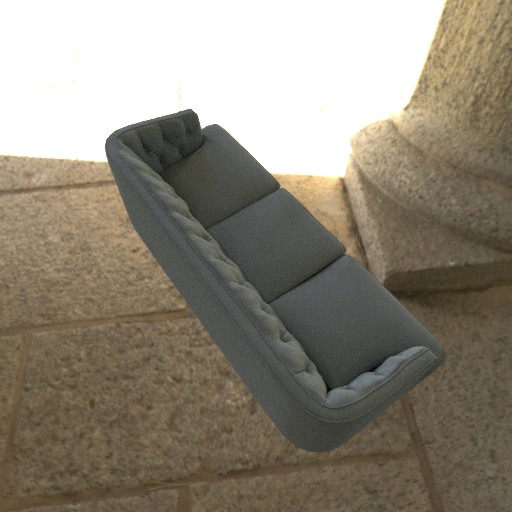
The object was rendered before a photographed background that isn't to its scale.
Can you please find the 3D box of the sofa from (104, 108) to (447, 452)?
[{"bbox_3d":[0.000,0.000,2.728,0.941,0.855,2.278,-31,62,-19],"label":"sofa"}]
